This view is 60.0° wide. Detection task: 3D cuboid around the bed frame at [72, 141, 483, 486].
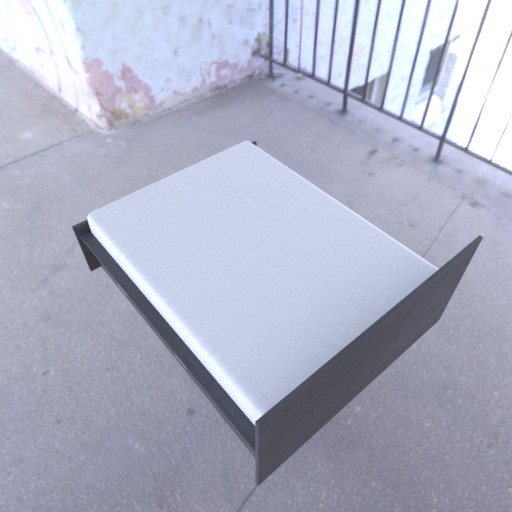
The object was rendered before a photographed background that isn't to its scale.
[{"bbox_3d":[0.000,0.000,2.889,1.622,0.800,1.960,-32,55,-26],"label":"bed frame"}]
